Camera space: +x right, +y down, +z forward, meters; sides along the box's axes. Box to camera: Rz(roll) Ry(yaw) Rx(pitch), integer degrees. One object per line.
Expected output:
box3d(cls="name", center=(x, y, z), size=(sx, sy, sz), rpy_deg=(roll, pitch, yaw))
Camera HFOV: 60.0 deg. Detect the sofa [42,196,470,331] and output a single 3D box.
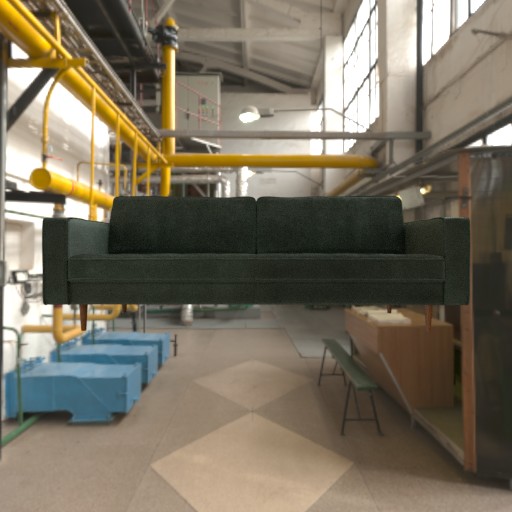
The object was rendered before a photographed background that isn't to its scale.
box3d(cls="sofa", center=(0.000, 0.000, 2.663), size=(2.214, 0.781, 0.886), rpy_deg=(0, 0, 1))
